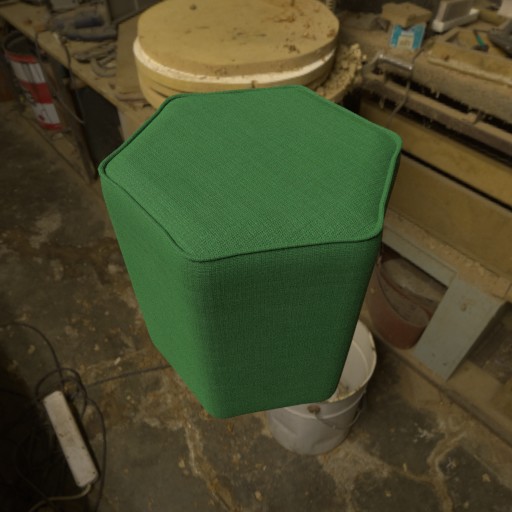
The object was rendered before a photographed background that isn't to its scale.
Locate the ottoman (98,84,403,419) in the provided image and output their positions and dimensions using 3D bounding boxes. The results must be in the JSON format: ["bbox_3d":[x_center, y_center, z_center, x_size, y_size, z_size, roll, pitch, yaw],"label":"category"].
[{"bbox_3d":[0.000,0.000,0.883,0.444,0.507,0.499,-32,54,-26],"label":"ottoman"}]
